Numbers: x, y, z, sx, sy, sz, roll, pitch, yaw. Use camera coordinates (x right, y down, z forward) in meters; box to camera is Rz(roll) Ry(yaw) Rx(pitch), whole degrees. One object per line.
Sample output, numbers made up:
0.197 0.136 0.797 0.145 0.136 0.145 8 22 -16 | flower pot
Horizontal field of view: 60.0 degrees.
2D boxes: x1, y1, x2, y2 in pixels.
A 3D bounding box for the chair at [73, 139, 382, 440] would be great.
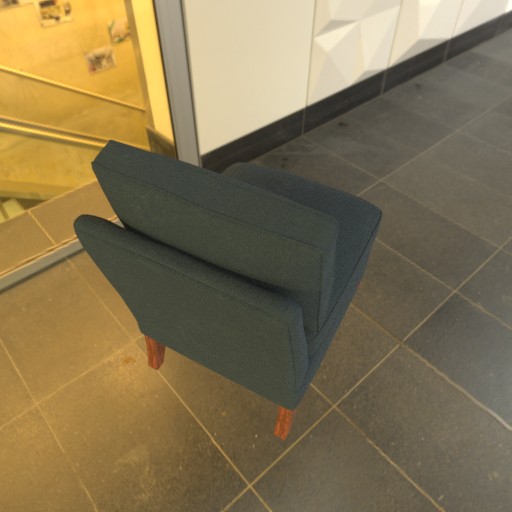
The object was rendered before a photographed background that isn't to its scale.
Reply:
0.000 0.000 1.660 0.724 1.052 0.912 22 51 19 | chair
